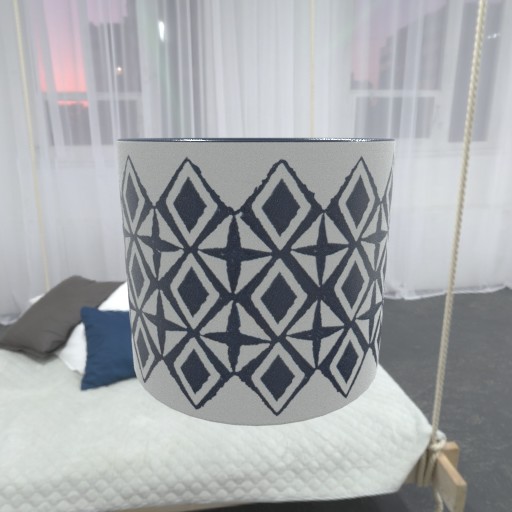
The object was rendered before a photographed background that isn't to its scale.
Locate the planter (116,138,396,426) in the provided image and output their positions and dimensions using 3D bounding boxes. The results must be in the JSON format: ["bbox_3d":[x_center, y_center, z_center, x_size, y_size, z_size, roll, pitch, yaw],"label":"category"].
[{"bbox_3d":[0.000,0.000,0.321,0.182,0.165,0.182,0,15,0],"label":"planter"}]
